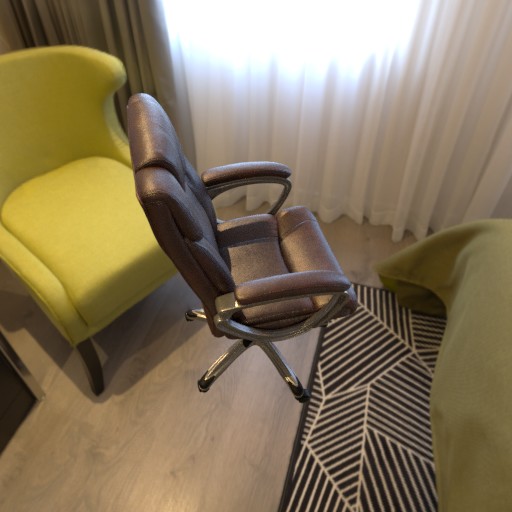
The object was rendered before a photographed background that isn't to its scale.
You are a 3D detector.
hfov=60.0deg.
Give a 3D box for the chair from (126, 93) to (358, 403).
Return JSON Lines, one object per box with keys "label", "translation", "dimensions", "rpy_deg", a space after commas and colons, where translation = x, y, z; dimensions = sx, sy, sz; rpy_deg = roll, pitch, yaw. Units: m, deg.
{"label": "chair", "translation": [0.000, 0.000, 1.594], "dimensions": [0.692, 1.128, 0.656], "rpy_deg": [-10, 47, -10]}
